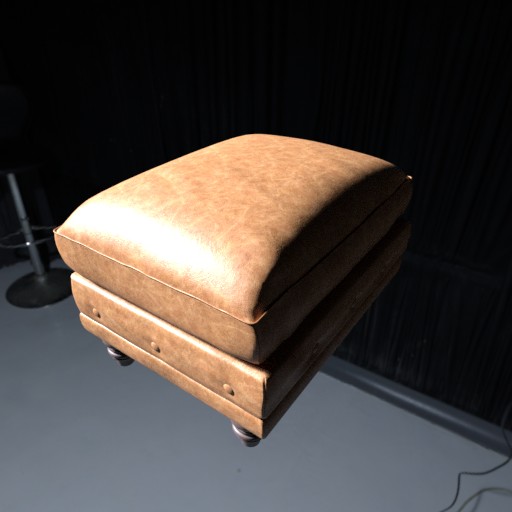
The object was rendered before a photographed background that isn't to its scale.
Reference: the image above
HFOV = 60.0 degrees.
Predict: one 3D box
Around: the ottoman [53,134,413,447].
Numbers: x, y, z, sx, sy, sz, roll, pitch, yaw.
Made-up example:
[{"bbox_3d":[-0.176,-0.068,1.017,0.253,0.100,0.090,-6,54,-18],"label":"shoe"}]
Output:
[{"bbox_3d":[0.000,0.000,1.084,0.533,0.480,0.710,21,37,29],"label":"ottoman"}]
